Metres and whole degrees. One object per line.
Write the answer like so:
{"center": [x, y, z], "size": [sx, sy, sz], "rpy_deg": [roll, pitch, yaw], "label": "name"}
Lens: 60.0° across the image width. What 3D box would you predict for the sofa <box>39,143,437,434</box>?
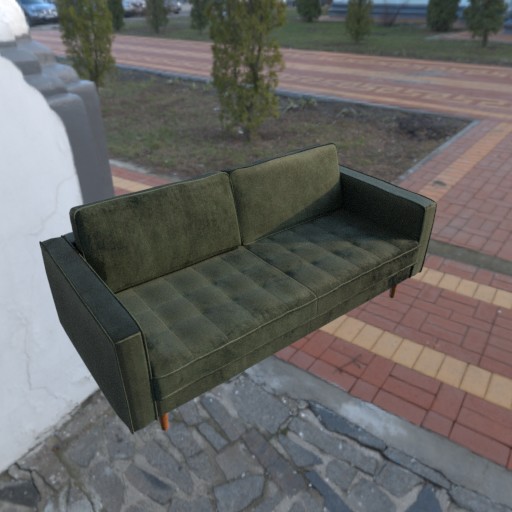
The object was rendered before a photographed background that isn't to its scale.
{"center": [0.000, 0.000, 2.242], "size": [1.816, 0.781, 0.886], "rpy_deg": [-22, 37, -32], "label": "sofa"}
